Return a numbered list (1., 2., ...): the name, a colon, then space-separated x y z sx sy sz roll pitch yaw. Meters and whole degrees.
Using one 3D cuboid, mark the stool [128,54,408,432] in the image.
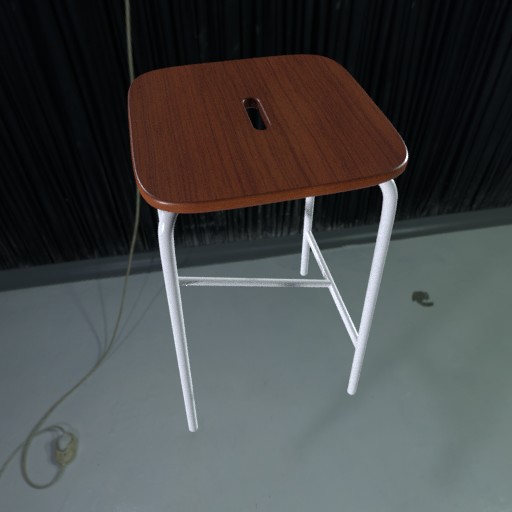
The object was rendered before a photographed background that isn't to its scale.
1. stool: 0.000 0.000 0.863 0.376 0.610 0.376 -10 48 -9
